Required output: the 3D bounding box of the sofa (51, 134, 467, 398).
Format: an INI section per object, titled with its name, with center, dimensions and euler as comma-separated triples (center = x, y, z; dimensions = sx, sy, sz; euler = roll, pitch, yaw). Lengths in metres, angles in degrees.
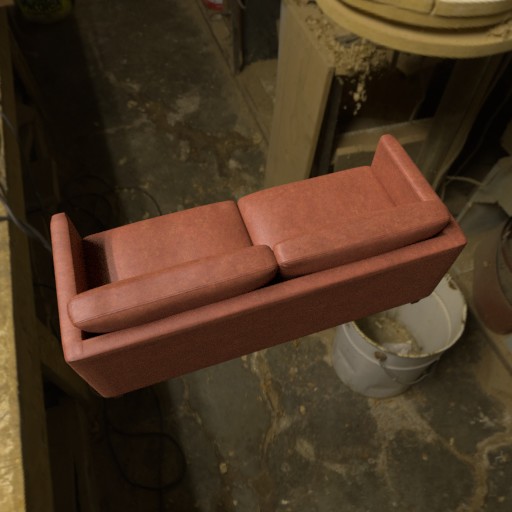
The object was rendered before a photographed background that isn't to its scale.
[sofa]
center = 0.000, 0.000, 2.735
dimensions = 2.204, 0.932, 0.950
euler = -16, 59, -10
